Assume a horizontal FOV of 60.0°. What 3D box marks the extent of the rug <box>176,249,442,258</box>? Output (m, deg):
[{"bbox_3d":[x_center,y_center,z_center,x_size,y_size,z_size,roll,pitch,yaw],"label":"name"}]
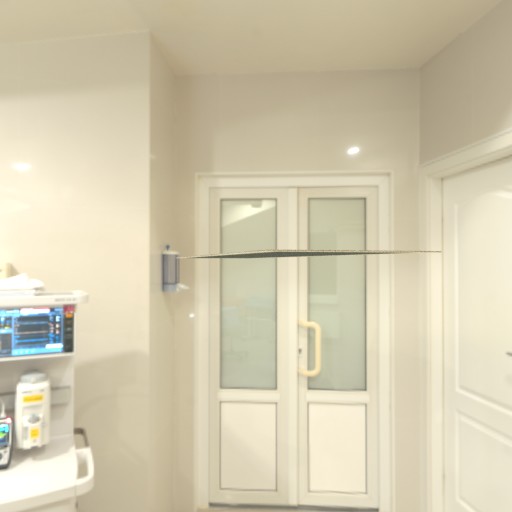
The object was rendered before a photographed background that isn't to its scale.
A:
[{"bbox_3d":[0.000,0.000,2.705,0.688,0.005,2.437,0,-1,-17],"label":"rug"}]
